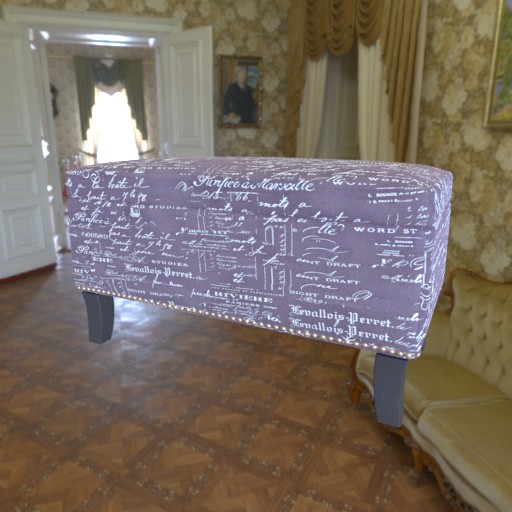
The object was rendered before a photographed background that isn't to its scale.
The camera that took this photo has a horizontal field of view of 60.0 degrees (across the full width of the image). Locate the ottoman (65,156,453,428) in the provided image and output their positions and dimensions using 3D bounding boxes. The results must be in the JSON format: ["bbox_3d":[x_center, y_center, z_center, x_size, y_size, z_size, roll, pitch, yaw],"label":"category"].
[{"bbox_3d":[0.000,0.000,1.056,0.813,0.457,0.406,8,17,26],"label":"ottoman"}]
